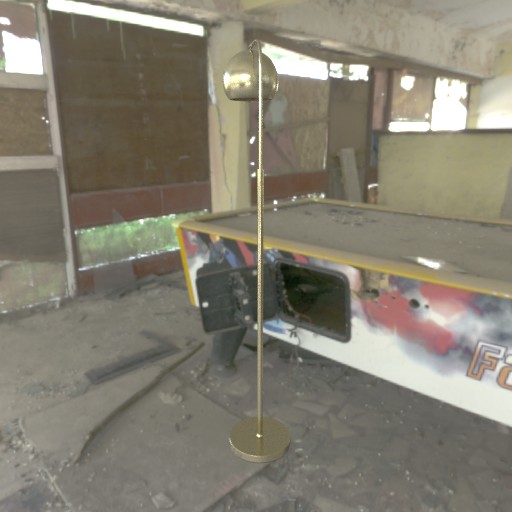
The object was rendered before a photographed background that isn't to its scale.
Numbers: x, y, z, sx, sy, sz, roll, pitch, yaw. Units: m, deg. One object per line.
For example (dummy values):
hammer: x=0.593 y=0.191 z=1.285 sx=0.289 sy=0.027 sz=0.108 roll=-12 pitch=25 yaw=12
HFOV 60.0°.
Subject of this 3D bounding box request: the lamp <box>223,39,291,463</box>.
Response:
lamp: x=0.000 y=0.000 z=1.699 sx=0.250 sy=1.526 sz=0.431 roll=-3 pitch=15 yaw=-10
